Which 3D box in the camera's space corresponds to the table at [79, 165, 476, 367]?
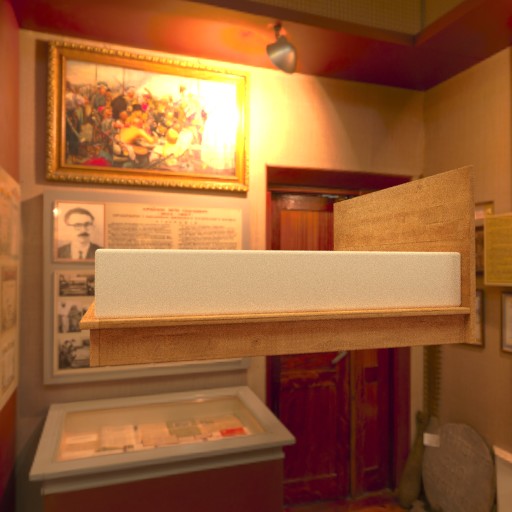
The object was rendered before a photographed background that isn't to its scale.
[{"bbox_3d":[0.000,0.000,3.079,2.149,1.041,1.707,0,-1,-17],"label":"table"}]
